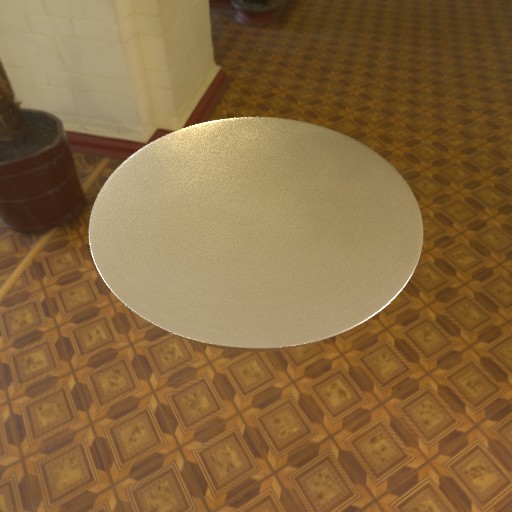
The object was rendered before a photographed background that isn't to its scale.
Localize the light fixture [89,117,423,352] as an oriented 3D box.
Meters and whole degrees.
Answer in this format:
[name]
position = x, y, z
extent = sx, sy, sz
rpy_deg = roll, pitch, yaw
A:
[light fixture]
position = 0.000, 0.000, 0.432
extent = 0.280, 0.135, 0.280
rpy_deg = 0, 48, 0
